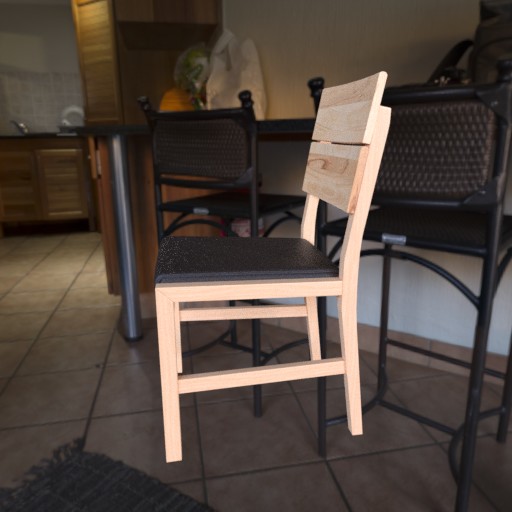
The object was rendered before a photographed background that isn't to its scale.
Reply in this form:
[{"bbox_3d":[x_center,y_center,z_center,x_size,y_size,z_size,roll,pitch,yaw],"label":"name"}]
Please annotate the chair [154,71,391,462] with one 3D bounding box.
[{"bbox_3d":[0.000,0.000,1.279,0.560,0.950,0.475,-2,16,-9],"label":"chair"}]
